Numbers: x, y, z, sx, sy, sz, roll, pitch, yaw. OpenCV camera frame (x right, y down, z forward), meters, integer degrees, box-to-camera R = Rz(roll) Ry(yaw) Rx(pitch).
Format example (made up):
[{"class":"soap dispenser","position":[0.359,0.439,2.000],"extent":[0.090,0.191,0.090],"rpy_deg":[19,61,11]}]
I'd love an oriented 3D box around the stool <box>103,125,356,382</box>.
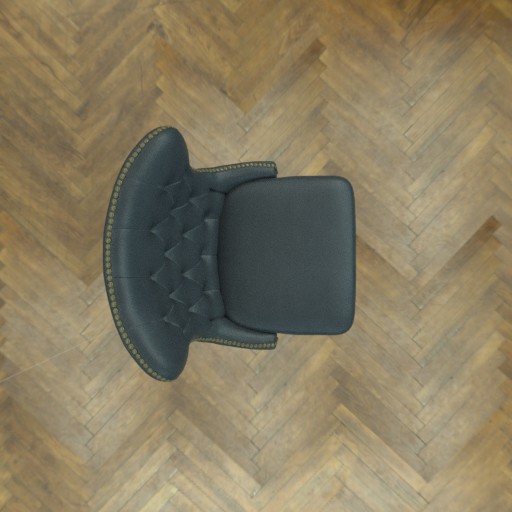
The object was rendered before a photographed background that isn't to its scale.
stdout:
[{"class":"stool","position":[0.000,0.000,1.376],"extent":[0.601,1.050,0.528],"rpy_deg":[0,89,0]}]
